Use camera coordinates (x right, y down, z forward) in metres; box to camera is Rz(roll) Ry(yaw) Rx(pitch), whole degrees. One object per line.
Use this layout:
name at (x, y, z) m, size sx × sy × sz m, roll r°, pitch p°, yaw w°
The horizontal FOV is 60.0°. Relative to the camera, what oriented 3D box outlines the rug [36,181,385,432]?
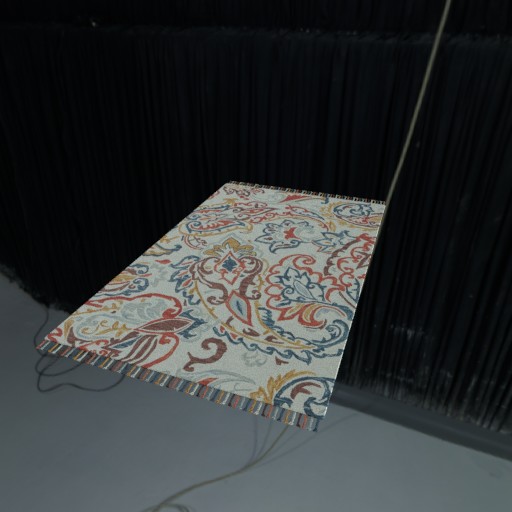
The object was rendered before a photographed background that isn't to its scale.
rug at (0.000, 0.000, 3.134) m, size 1.523 × 0.010 × 2.584 m, roll 11°, pitch 32°, yaw 17°
